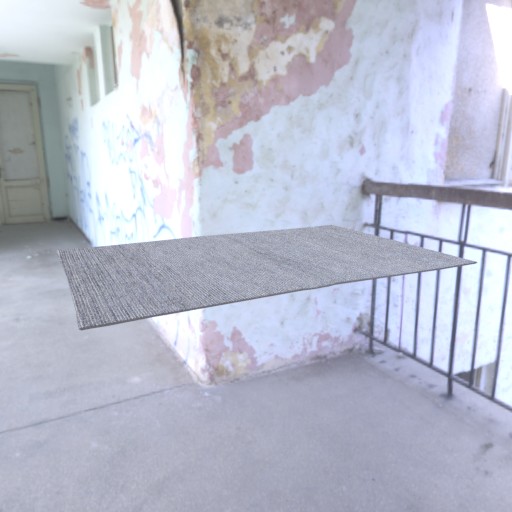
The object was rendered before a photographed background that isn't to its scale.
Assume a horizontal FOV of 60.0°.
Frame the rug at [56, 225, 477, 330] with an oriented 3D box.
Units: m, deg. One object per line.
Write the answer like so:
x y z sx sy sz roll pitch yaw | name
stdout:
0.000 0.000 2.224 1.789 0.021 1.159 -7 15 -25 | rug
